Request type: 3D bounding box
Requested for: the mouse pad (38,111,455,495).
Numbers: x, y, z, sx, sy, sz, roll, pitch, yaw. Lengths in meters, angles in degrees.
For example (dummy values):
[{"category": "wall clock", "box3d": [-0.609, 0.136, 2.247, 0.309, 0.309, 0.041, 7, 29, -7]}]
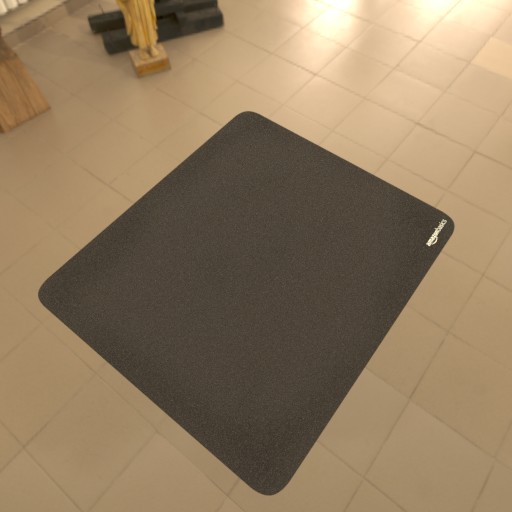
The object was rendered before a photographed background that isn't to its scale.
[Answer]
[{"category": "mouse pad", "box3d": [0.000, 0.000, 0.605, 0.393, 0.002, 0.451, 34, 64, 19]}]
